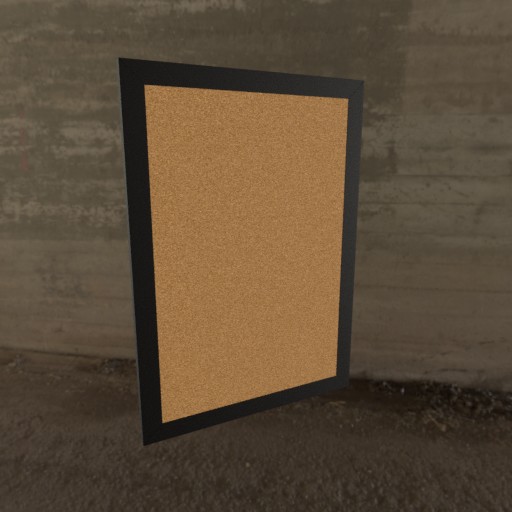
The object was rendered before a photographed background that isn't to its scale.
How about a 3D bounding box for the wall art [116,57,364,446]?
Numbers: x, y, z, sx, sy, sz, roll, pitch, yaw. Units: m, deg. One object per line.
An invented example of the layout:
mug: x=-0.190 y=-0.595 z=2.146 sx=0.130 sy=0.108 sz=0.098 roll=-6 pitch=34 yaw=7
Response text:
wall art: x=0.000 y=0.000 z=0.588 sx=0.326 sy=0.459 sz=0.011 roll=-7 pitch=15 yaw=-26
